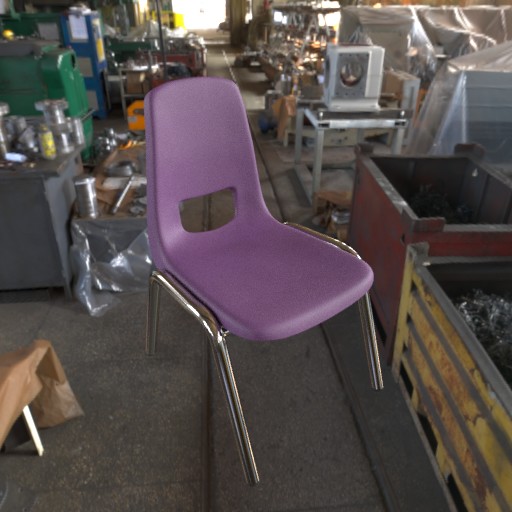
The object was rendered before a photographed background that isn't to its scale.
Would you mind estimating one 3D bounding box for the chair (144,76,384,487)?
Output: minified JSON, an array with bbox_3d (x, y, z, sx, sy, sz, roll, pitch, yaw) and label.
[{"bbox_3d":[0.000,0.000,0.826,0.356,0.584,0.419,-22,36,-33],"label":"chair"}]
